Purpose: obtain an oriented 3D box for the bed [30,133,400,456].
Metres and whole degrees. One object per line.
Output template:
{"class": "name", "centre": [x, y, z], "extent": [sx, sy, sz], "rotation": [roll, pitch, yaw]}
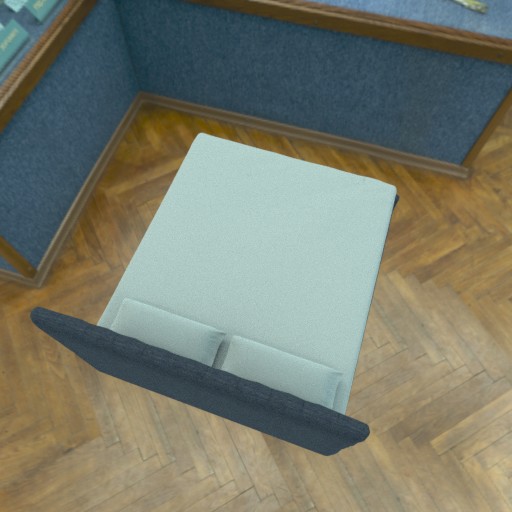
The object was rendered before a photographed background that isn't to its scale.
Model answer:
{"class": "bed", "centre": [0.000, 0.000, 3.593], "extent": [2.078, 1.427, 2.387], "rotation": [17, 65, 9]}
